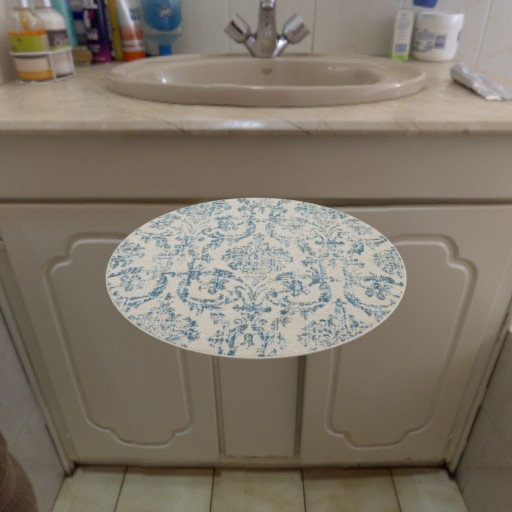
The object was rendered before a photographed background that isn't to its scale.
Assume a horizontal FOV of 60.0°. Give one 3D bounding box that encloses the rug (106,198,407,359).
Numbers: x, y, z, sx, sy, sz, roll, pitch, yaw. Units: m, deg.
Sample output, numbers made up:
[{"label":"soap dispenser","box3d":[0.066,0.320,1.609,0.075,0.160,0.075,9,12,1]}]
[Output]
[{"label":"rug","box3d":[0.000,0.000,2.443,1.593,0.012,1.593,0,31,0]}]
